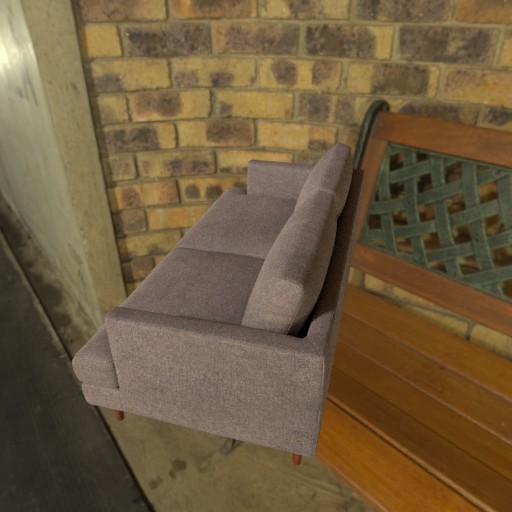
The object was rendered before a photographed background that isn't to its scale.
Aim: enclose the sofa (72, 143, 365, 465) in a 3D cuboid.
[{"bbox_3d":[0.000,0.000,2.461,1.020,0.868,1.948,8,31,14],"label":"sofa"}]
